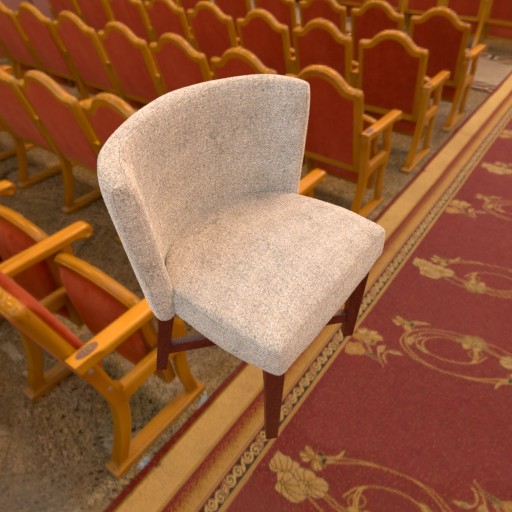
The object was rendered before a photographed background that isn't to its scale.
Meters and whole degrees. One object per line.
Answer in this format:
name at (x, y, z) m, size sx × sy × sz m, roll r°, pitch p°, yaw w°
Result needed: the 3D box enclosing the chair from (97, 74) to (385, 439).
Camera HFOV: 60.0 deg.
chair at (0.000, 0.000, 1.280) m, size 0.575 × 0.827 × 0.728 m, roll 26°, pitch 47°, yaw 27°
